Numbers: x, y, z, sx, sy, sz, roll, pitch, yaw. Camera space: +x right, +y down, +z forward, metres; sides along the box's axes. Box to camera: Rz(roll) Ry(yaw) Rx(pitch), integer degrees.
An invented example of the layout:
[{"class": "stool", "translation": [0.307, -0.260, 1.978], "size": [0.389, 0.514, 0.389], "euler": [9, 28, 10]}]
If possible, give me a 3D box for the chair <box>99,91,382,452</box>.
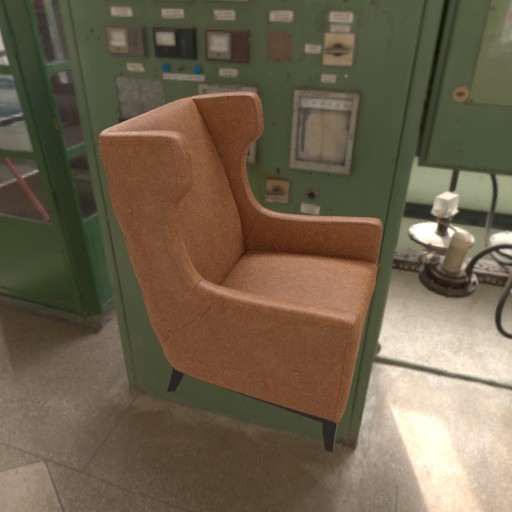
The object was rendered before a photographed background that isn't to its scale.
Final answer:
[{"class": "chair", "translation": [0.000, 0.000, 1.706], "size": [0.899, 1.079, 0.766], "euler": [10, 32, 17]}]
